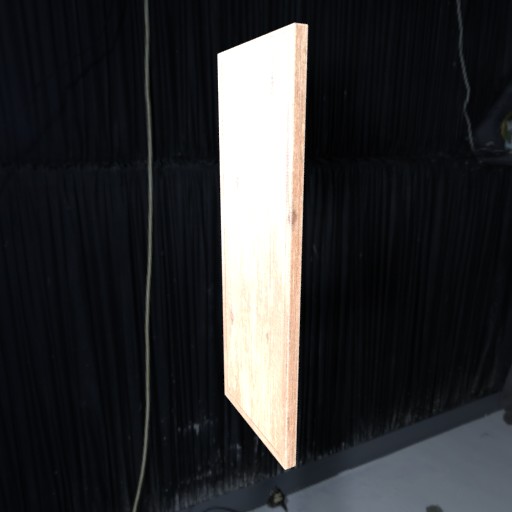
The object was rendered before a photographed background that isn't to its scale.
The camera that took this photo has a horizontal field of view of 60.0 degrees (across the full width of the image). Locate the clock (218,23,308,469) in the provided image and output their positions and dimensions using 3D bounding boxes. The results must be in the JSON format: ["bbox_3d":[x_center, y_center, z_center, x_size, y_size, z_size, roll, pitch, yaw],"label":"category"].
[{"bbox_3d":[0.000,0.000,1.089,0.030,0.965,0.361,-8,17,-26],"label":"clock"}]
